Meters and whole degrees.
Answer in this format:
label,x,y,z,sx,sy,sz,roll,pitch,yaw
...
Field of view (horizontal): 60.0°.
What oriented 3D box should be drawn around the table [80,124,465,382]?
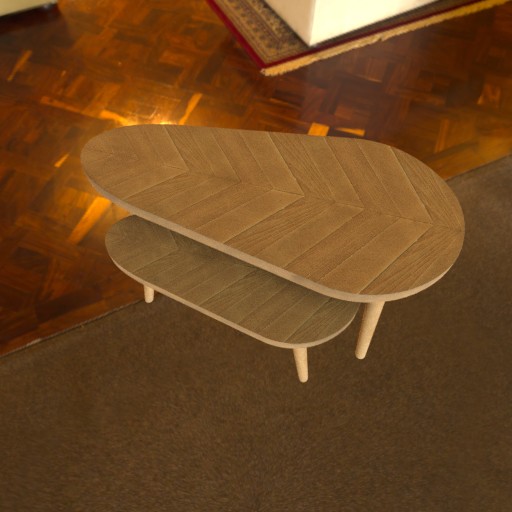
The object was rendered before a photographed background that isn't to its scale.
label,x,y,z,sx,sy,sz,roll,pitch,yaw
table,0.000,0.000,1.560,1.190,0.595,0.701,14,61,8
